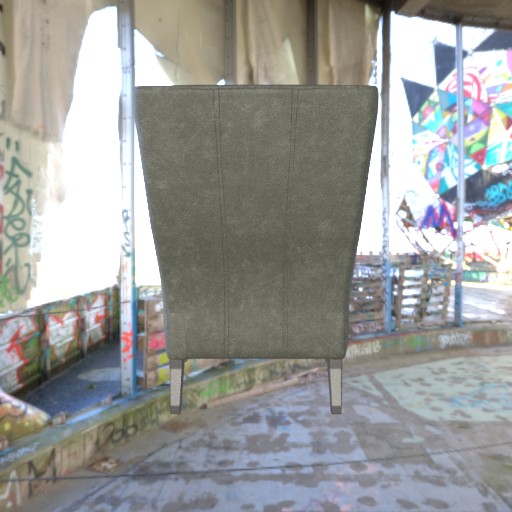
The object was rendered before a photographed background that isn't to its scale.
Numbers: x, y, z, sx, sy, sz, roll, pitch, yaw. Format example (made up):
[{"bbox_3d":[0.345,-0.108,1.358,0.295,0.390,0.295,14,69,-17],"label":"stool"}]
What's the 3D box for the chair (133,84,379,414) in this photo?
[{"bbox_3d":[0.000,0.000,1.676,0.853,1.016,0.926,0,1,0],"label":"chair"}]
